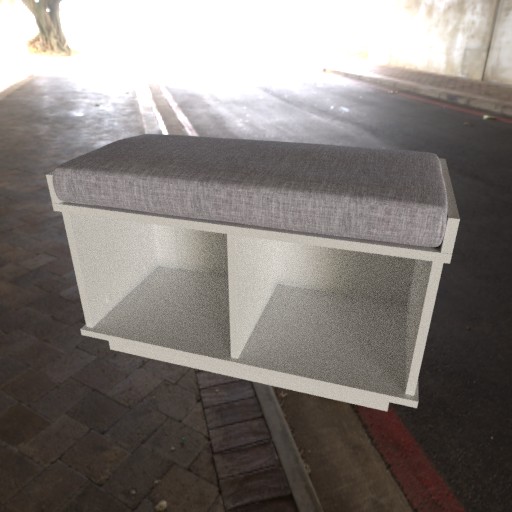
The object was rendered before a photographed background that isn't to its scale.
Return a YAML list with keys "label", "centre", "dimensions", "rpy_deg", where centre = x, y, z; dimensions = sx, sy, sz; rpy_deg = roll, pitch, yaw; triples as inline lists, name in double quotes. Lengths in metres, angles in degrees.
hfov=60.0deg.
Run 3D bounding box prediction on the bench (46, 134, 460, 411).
- label: "bench"
  centre: [0.000, 0.000, 0.984]
  dimensions: [0.734, 0.461, 0.362]
  rpy_deg: [8, 28, 15]
